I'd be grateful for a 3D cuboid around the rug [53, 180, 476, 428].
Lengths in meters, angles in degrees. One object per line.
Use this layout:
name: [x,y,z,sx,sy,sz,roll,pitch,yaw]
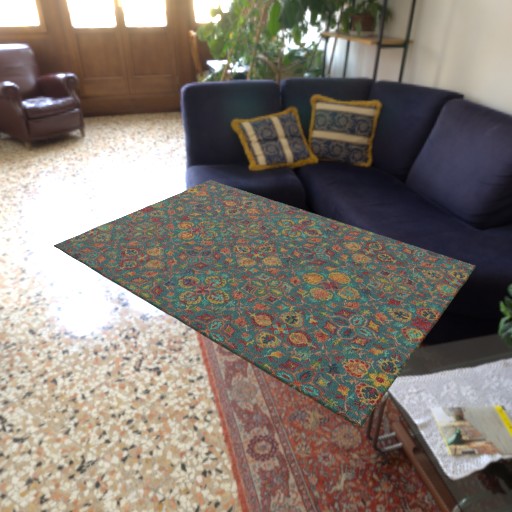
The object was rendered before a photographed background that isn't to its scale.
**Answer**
rug: [0.000,0.000,2.296,1.836,0.014,1.216,23,38,33]
